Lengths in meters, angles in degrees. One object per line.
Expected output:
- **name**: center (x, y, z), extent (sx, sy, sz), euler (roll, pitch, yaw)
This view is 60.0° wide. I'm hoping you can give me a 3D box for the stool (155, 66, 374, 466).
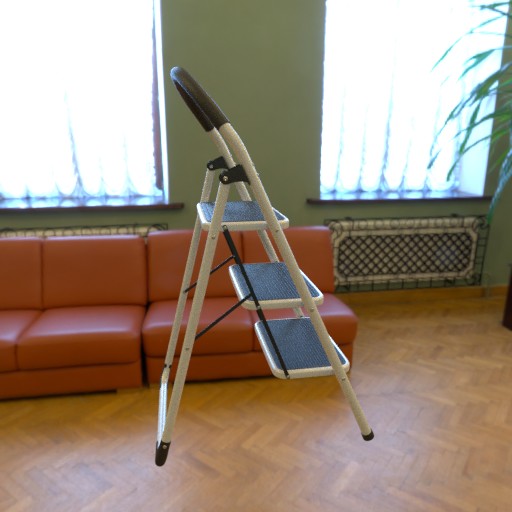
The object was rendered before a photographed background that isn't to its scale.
- **stool**: center (0.000, 0.000, 1.417), extent (0.676, 1.109, 0.485), euler (-3, 16, -10)
